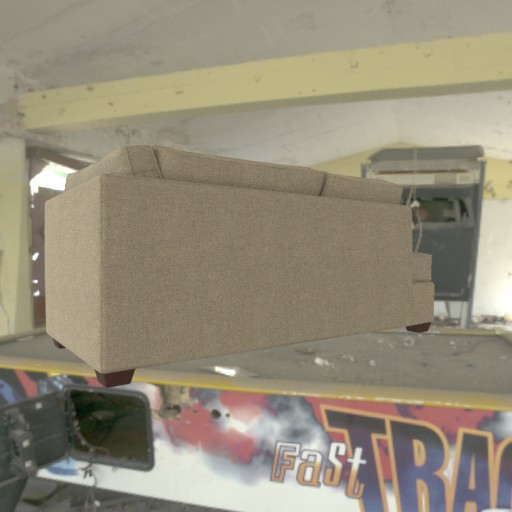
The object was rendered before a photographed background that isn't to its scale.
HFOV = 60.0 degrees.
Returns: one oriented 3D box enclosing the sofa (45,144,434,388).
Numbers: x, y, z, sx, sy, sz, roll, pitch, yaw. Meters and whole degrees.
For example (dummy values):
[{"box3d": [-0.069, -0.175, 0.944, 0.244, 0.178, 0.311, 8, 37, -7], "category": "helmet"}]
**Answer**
[{"box3d": [0.000, 0.000, 2.760, 2.238, 1.019, 1.110, 0, 0, -36], "category": "sofa"}]
